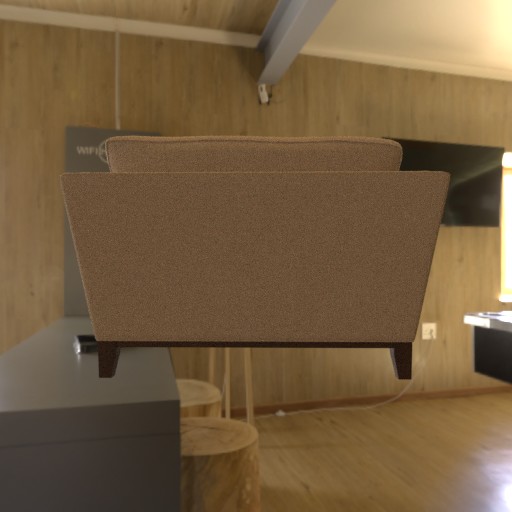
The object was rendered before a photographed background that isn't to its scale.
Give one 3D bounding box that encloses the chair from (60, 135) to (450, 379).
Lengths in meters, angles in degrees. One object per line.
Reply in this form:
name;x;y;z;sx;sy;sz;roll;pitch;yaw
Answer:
chair;0.000;0.000;2.050;1.397;0.940;0.965;0;0;1
